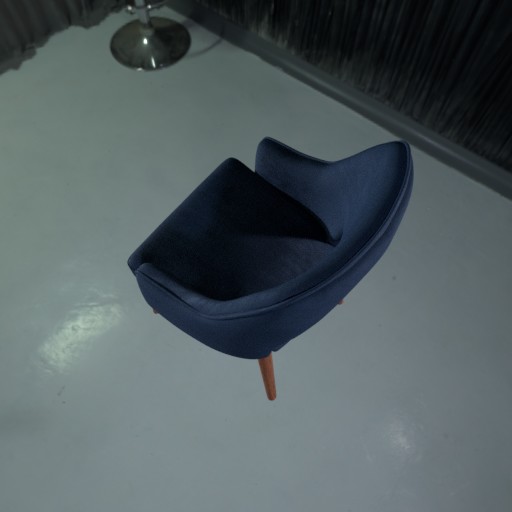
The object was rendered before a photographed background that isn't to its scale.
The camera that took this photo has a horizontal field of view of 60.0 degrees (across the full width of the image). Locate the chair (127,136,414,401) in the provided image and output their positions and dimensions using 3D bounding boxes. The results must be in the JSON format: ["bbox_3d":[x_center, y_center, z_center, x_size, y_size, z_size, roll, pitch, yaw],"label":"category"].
[{"bbox_3d":[0.000,0.000,1.212,0.591,0.844,0.559,34,68,16],"label":"chair"}]
